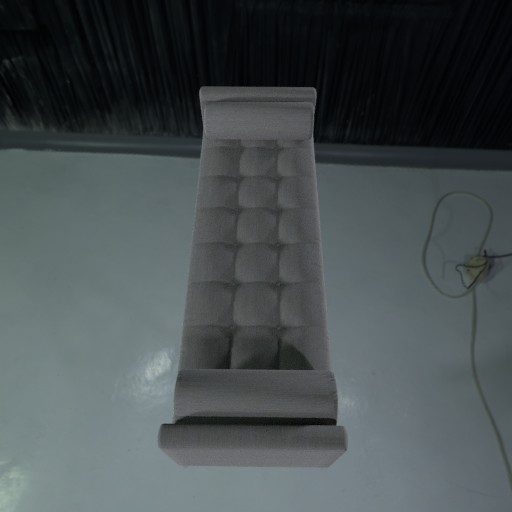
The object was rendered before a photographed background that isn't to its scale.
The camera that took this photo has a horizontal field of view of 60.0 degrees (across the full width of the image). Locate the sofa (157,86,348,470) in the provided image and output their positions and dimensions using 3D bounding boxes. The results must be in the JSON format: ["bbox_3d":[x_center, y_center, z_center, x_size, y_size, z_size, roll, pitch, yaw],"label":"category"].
[{"bbox_3d":[0.000,0.000,2.339,0.686,0.635,1.981,1,58,0],"label":"sofa"}]
